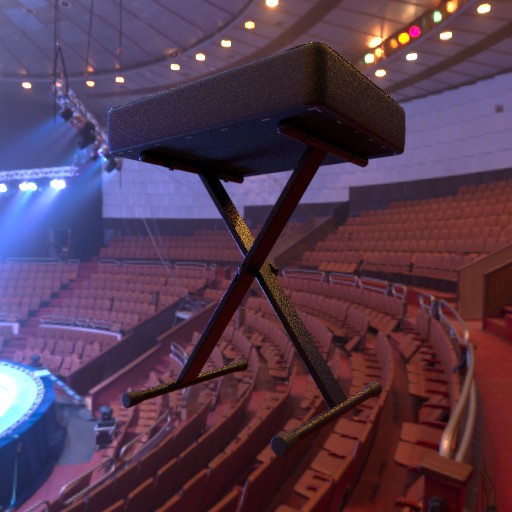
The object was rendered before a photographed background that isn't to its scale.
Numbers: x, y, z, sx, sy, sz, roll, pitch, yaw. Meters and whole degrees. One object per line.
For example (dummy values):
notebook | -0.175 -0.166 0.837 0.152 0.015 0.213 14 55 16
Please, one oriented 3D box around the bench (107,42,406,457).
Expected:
bench | 0.000 0.000 0.765 0.424 0.500 0.321 0 -1 37
